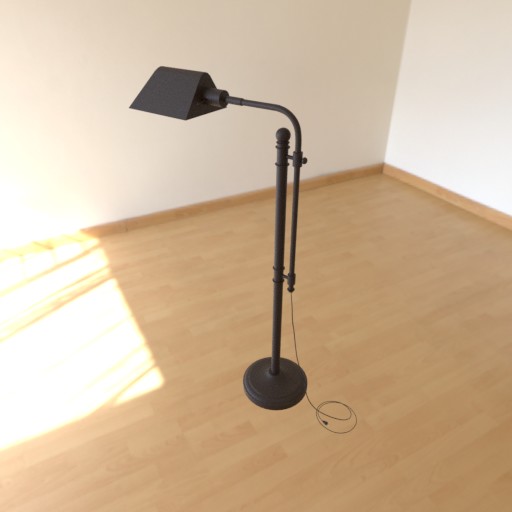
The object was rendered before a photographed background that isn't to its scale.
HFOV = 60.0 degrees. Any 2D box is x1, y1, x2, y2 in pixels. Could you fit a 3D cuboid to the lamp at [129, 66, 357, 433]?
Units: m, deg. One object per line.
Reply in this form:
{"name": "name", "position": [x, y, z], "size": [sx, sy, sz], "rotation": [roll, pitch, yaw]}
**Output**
{"name": "lamp", "position": [0.000, 0.000, 0.942], "size": [0.545, 0.708, 0.159], "rotation": [21, 38, 30]}
